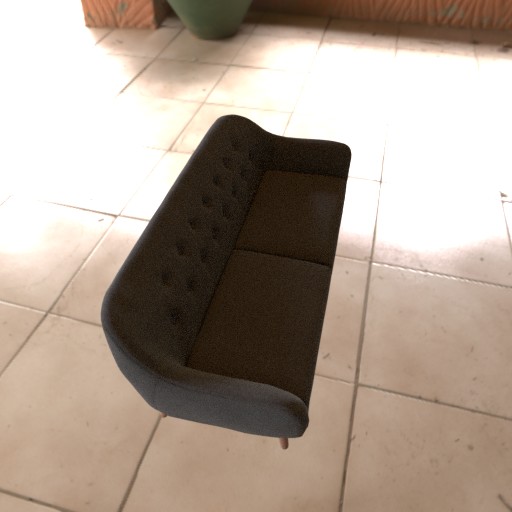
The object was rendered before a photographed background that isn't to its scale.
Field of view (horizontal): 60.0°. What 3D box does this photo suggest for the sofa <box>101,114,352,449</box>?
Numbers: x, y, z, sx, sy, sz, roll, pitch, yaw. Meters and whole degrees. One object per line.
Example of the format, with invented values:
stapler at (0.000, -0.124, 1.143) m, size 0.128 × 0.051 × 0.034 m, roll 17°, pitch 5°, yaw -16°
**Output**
sofa at (0.000, 0.000, 2.312) m, size 0.820 × 0.820 × 1.840 m, roll 10°, pitch 46°, yaw 10°
